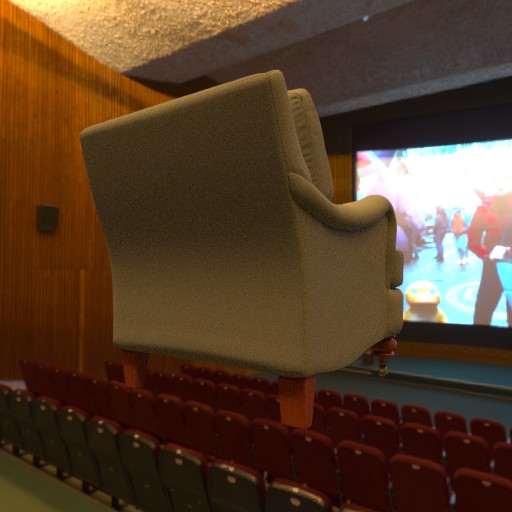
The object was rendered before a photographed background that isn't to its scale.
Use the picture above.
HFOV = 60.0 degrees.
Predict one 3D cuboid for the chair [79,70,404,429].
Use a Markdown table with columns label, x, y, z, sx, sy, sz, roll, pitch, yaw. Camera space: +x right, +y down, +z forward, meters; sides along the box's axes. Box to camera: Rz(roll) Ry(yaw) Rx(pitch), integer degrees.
| label | x | y | z | sx | sy | sz | roll | pitch | yaw |
| --- | --- | --- | --- | --- | --- | --- | --- | --- | --- |
| chair | 0.000 | 0.000 | 1.812 | 0.955 | 1.038 | 1.070 | -1 | -2 | 36 |
